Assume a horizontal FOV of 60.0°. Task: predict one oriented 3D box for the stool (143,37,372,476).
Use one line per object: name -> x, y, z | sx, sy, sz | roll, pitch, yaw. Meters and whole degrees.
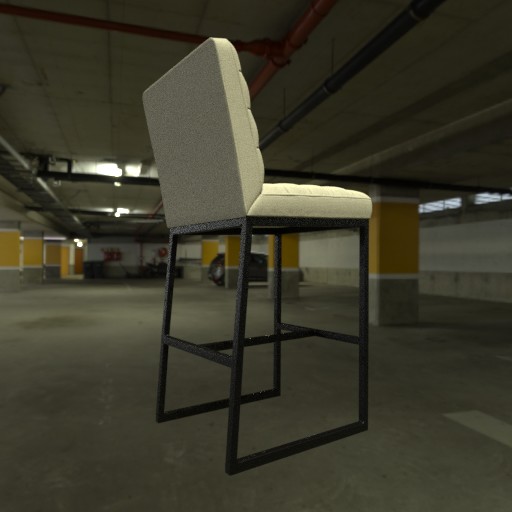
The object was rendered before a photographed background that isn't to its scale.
stool -> 0.000, 0.000, 1.357 | 0.560, 1.040, 0.460 | 1, -1, -36
